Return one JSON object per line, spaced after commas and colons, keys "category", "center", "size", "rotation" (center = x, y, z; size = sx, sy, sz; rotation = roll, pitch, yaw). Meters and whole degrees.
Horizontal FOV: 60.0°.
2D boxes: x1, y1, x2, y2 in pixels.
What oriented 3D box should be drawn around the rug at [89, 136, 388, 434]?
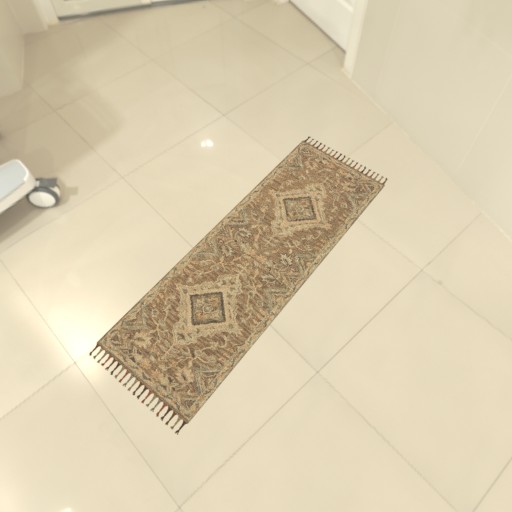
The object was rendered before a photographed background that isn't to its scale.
{"category": "rug", "center": [0.000, 0.000, 2.946], "size": [2.378, 0.018, 1.324], "rotation": [-32, 64, -18]}
